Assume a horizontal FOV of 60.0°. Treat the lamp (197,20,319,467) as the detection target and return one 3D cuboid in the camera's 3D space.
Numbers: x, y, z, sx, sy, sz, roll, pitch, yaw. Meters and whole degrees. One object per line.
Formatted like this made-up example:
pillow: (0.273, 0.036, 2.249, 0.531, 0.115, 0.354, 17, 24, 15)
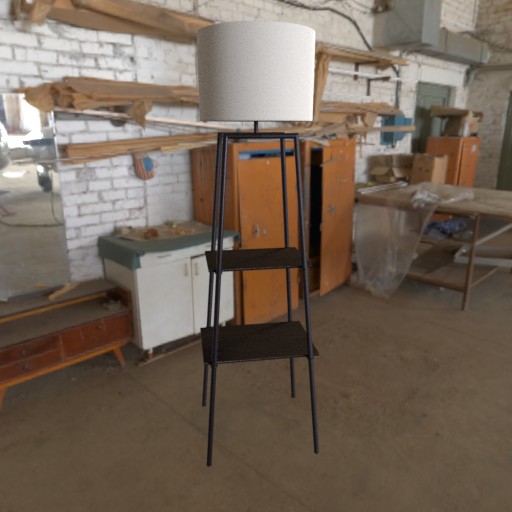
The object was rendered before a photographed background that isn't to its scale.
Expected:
lamp: (0.000, 0.000, 1.619, 0.427, 1.474, 0.384, -3, 17, -9)
